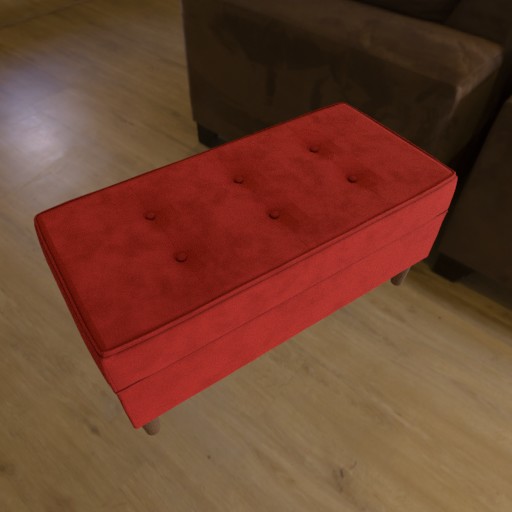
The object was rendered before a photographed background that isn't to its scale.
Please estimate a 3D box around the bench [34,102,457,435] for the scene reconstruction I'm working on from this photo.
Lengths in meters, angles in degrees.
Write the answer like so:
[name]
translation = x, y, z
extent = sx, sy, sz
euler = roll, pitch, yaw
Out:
[bench]
translation = 0.000, 0.000, 1.289
extent = 1.016, 0.471, 0.492
euler = -26, 53, -22
